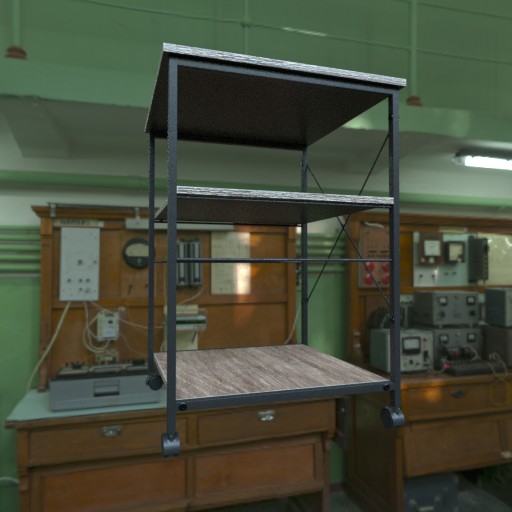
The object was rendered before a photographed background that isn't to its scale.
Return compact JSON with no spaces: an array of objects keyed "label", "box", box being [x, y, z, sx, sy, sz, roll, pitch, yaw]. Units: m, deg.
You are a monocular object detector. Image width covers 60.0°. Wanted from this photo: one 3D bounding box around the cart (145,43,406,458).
[{"label":"cart","box":[0.000,0.000,1.125,0.520,0.762,0.521,0,-1,-18]}]
